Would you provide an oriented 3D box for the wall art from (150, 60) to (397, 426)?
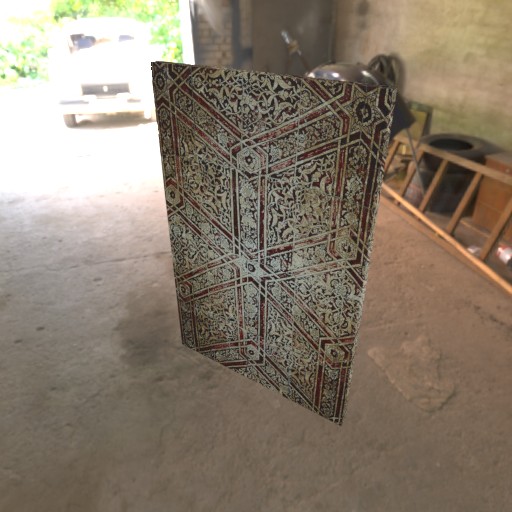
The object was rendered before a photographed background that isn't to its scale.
[{"bbox_3d":[0.000,0.000,1.168,0.599,0.904,0.030,19,36,29],"label":"wall art"}]
